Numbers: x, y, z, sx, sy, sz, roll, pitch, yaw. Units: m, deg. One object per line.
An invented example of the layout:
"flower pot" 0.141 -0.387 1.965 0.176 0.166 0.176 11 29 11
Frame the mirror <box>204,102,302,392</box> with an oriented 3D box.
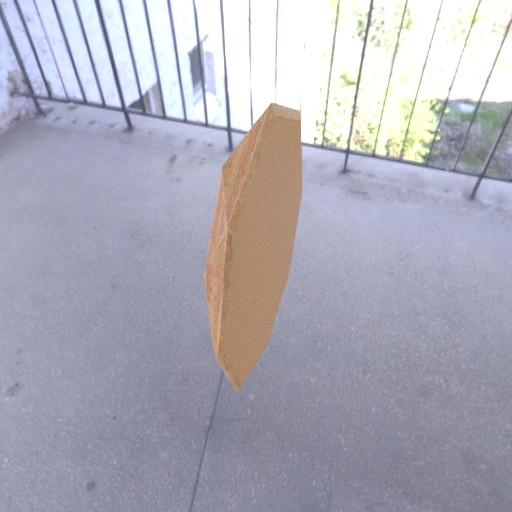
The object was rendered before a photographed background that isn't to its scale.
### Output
"mirror" 0.000 0.000 1.041 0.070 0.774 0.577 15 48 14
